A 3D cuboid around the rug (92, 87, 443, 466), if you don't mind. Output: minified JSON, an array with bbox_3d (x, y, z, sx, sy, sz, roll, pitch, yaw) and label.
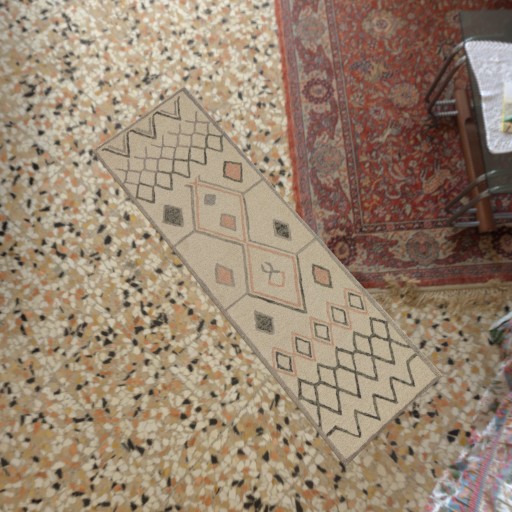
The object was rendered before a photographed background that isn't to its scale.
[{"bbox_3d":[0.000,0.000,2.692,0.750,0.011,2.435,-39,79,-9],"label":"rug"}]
